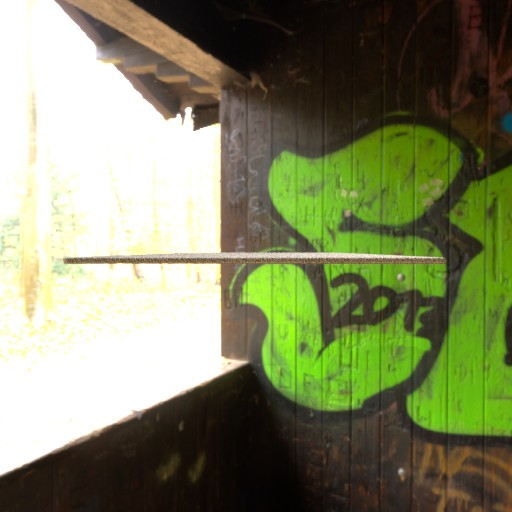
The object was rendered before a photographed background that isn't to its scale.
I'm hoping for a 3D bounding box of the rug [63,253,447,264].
[{"bbox_3d":[0.000,0.000,3.403,1.778,0.030,2.743,0,1,0],"label":"rug"}]
